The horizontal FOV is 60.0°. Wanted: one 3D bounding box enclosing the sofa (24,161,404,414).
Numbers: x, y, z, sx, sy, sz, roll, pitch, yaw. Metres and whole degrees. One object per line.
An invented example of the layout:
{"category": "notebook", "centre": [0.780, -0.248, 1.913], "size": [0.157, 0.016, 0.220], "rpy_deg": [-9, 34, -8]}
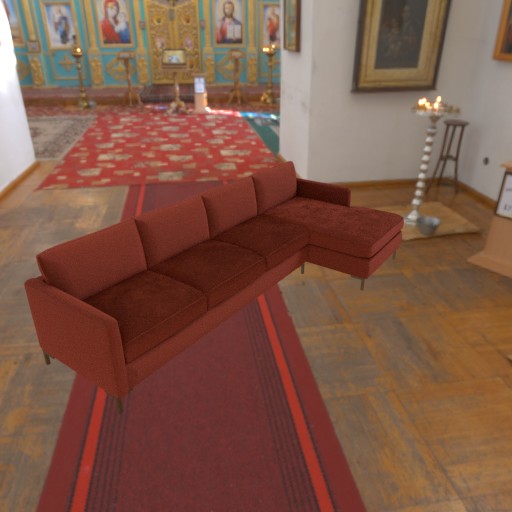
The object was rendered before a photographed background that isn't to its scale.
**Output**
{"category": "sofa", "centre": [0.000, 0.000, 3.408], "size": [1.350, 0.810, 2.932], "rpy_deg": [17, 31, 32]}
